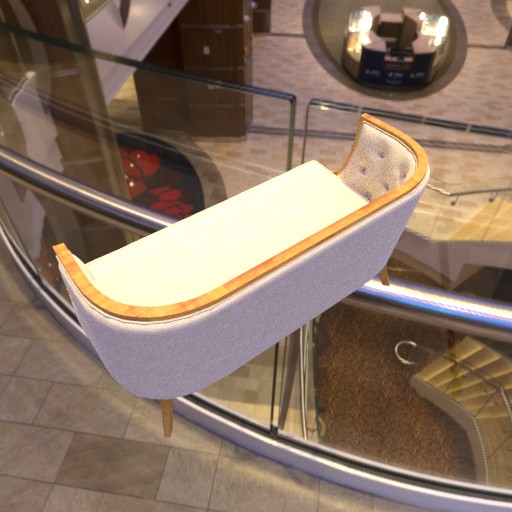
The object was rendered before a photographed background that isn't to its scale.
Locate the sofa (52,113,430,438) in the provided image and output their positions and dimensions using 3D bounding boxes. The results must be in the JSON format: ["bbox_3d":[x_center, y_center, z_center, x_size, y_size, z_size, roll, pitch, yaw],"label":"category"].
[{"bbox_3d":[0.000,0.000,1.924,1.474,0.775,0.770,-29,52,-25],"label":"sofa"}]
